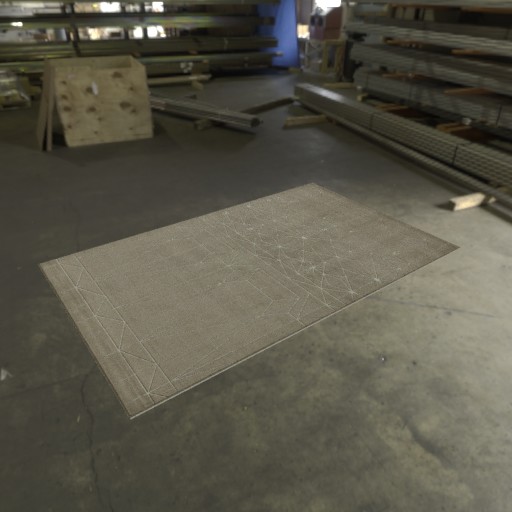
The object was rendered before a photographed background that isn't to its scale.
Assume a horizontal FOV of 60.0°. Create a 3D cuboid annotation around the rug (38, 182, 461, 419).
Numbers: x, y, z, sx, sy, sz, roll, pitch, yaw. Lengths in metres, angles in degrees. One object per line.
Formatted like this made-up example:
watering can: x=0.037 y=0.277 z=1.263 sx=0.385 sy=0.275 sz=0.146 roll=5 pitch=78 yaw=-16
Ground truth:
rug: x=0.000 y=0.000 z=3.006 sx=2.438 sy=0.012 sz=1.524 roll=-21 pitch=37 yaw=-31
